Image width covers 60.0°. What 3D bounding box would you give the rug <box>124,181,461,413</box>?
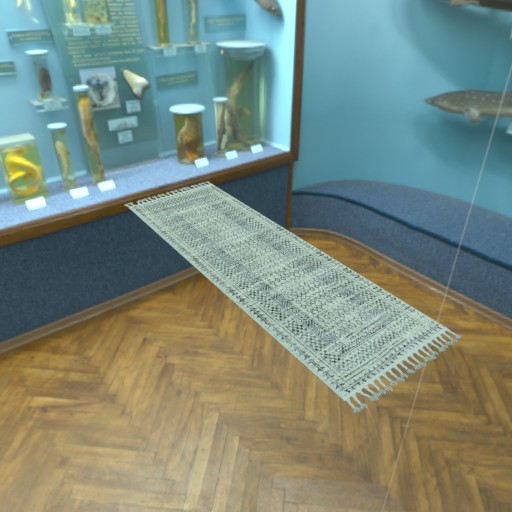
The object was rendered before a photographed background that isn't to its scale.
[{"bbox_3d":[0.000,0.000,2.876,0.786,0.013,2.480,-22,39,-30],"label":"rug"}]
